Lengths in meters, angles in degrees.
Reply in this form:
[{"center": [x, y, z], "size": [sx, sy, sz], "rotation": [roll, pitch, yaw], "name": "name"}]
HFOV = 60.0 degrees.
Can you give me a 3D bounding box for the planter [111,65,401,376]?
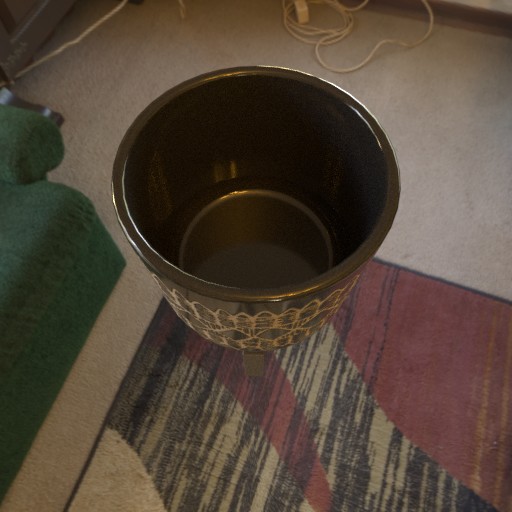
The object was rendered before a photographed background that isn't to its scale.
[{"center": [0.000, 0.000, 0.542], "size": [0.251, 0.355, 0.251], "rotation": [1, 64, 1], "name": "planter"}]
